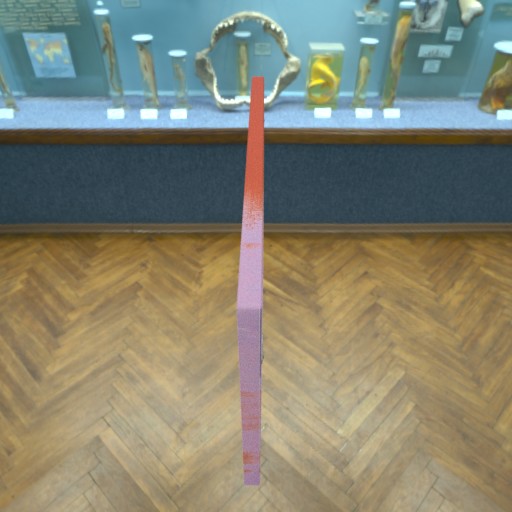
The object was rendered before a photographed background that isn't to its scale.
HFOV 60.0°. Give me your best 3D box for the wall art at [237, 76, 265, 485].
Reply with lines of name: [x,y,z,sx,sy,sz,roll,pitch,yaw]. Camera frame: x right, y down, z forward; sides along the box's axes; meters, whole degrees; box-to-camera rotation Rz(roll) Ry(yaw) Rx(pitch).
wall art: [0.000,0.000,1.162,0.040,0.609,0.913,1,41,1]
